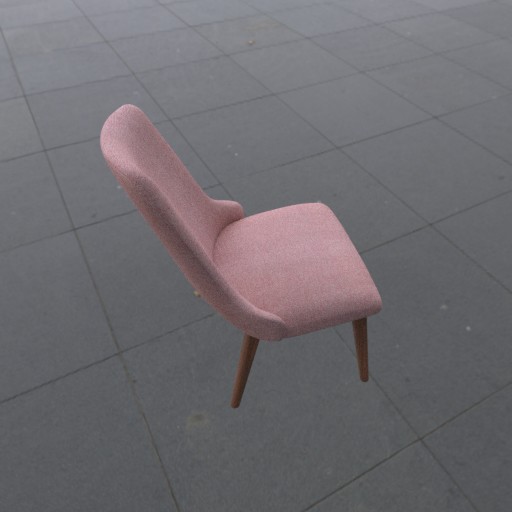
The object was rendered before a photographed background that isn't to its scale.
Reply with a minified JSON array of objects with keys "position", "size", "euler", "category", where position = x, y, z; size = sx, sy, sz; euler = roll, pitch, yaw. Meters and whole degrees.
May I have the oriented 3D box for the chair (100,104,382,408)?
[{"position":[0.000,0.000,1.356],"size":[0.707,0.918,0.535],"euler":[-9,46,-9],"category":"chair"}]
